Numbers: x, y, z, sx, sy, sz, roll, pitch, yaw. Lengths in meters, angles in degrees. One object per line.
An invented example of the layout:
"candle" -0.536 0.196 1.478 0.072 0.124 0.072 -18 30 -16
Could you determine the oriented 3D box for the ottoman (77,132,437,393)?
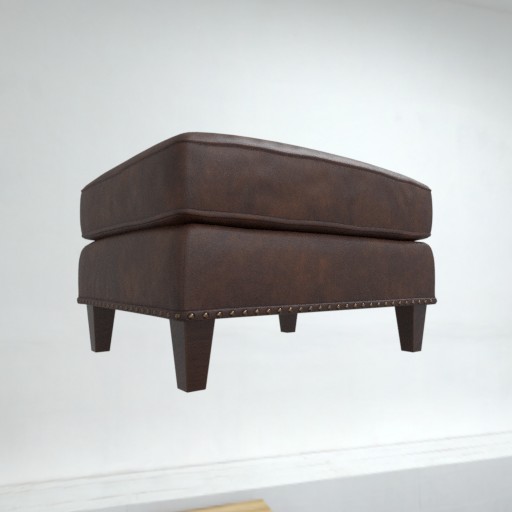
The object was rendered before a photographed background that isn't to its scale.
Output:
"ottoman" 0.000 0.000 1.144 0.742 0.486 0.586 2 -3 -37
